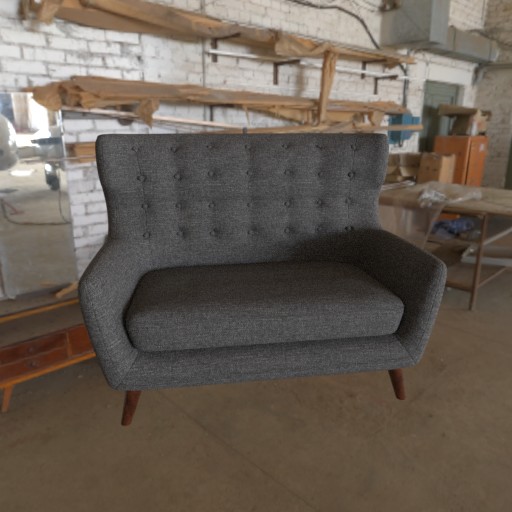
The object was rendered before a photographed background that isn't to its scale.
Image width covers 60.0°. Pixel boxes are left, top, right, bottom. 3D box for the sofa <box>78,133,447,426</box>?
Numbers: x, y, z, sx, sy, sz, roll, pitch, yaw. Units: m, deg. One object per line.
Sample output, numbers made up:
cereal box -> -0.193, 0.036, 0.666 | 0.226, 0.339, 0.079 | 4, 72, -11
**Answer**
sofa -> 0.000, 0.000, 1.944 | 1.358, 1.028, 0.874 | -2, 17, -8
